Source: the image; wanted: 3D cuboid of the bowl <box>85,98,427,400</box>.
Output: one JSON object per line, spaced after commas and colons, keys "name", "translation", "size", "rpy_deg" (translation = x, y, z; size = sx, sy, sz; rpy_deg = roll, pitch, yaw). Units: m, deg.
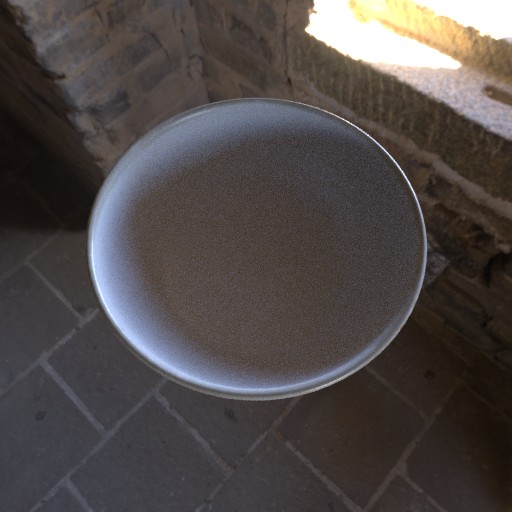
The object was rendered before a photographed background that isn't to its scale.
{"name": "bowl", "translation": [0.000, 0.000, 0.404], "size": [0.268, 0.121, 0.268], "rpy_deg": [0, 64, 0]}
